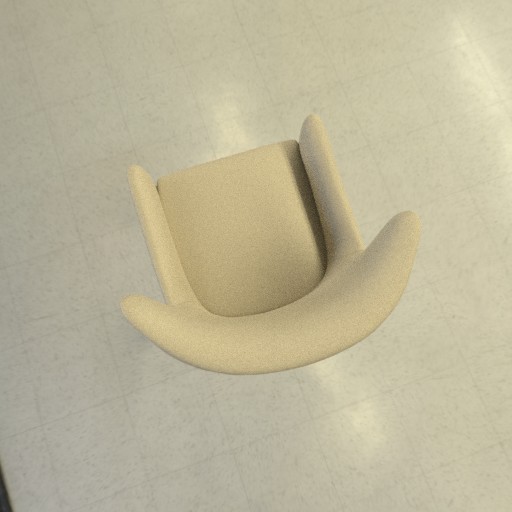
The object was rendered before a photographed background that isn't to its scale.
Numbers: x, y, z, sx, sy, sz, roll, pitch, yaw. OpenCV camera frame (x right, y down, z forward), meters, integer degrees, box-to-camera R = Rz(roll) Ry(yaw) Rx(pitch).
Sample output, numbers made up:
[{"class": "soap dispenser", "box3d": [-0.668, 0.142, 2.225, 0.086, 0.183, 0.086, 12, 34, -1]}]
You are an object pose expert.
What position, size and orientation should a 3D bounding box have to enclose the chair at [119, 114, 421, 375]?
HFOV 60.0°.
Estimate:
[{"class": "chair", "box3d": [0.000, 0.000, 1.401, 0.660, 0.952, 0.686, -17, 78, -4]}]
